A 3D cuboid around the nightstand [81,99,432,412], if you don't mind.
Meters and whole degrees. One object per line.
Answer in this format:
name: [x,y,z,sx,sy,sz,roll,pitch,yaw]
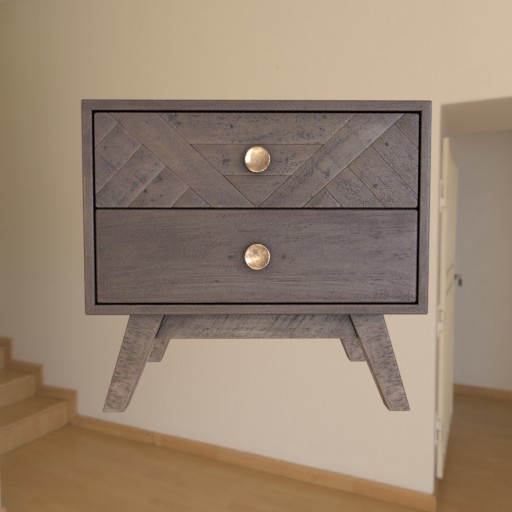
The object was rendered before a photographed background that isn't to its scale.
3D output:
nightstand: [0.000,0.000,1.048,0.650,0.599,0.450,0,3,-1]
